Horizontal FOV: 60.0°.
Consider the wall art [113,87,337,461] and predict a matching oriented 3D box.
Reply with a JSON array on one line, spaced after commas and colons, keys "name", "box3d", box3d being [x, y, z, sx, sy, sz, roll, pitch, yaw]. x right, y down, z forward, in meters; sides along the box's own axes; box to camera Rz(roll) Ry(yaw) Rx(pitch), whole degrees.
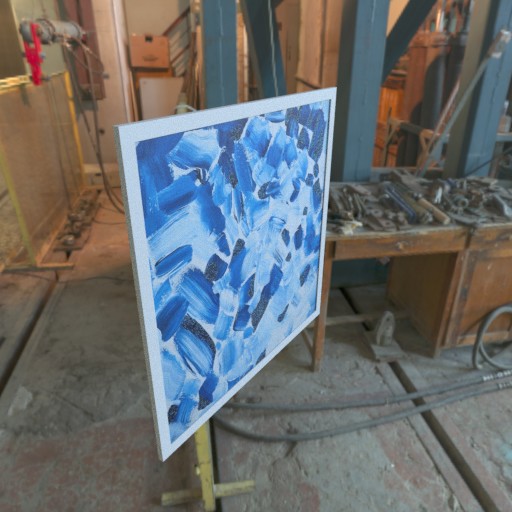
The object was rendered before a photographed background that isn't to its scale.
[{"name": "wall art", "box3d": [0.000, 0.000, 1.222, 0.015, 0.812, 0.812, 18, 31, 32]}]
